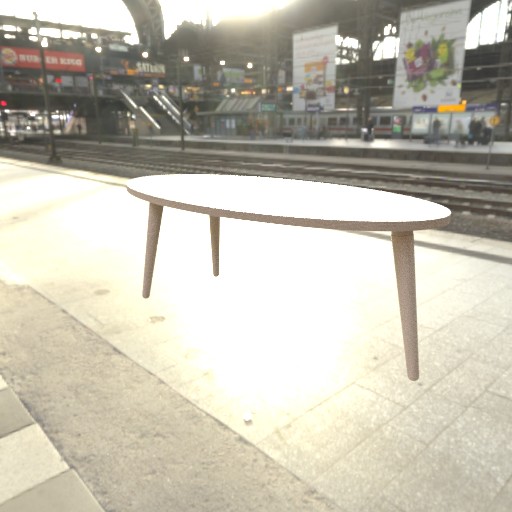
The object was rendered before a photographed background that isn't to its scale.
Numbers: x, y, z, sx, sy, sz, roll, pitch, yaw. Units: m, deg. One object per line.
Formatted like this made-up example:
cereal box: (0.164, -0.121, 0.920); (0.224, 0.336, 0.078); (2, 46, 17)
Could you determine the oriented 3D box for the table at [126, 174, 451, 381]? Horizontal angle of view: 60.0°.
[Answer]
table: (0.000, 0.000, 1.320); (1.083, 0.390, 0.542); (16, 22, 42)
